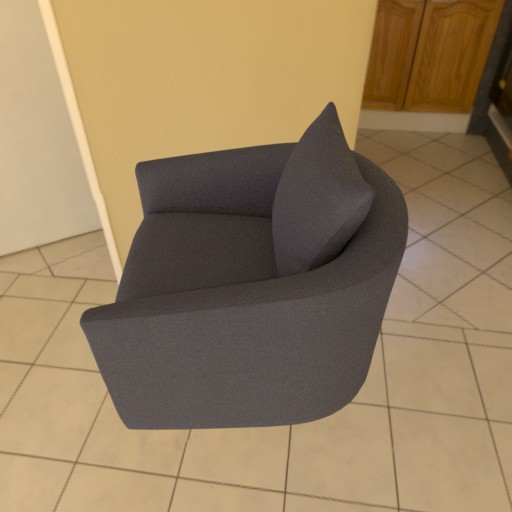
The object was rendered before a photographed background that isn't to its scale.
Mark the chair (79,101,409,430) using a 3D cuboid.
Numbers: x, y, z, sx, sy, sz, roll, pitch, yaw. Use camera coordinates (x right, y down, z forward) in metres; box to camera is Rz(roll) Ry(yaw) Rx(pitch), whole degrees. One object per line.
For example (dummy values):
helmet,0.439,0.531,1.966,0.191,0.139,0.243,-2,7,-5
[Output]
chair,0.000,0.000,1.511,0.910,0.848,0.845,-1,40,-1
